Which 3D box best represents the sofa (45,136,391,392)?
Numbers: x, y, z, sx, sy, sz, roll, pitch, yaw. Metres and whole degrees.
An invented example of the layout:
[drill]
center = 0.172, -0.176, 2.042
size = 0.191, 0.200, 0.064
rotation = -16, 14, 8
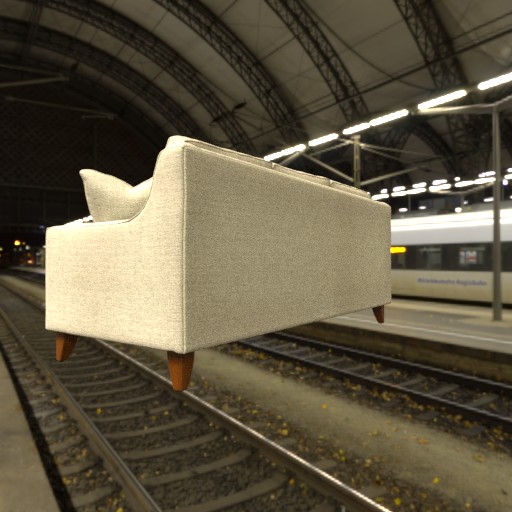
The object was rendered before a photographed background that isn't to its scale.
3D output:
[sofa]
center = 0.000, 0.000, 2.475
size = 0.865, 0.914, 2.031
rotation = 0, -1, 35
